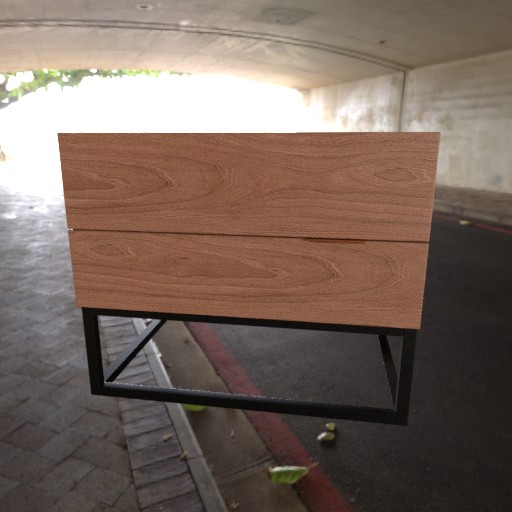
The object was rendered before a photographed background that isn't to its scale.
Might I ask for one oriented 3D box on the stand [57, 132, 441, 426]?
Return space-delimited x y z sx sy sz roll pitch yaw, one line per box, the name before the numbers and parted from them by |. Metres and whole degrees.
stand | 0.000 0.000 0.932 0.600 0.500 0.420 3 16 9
